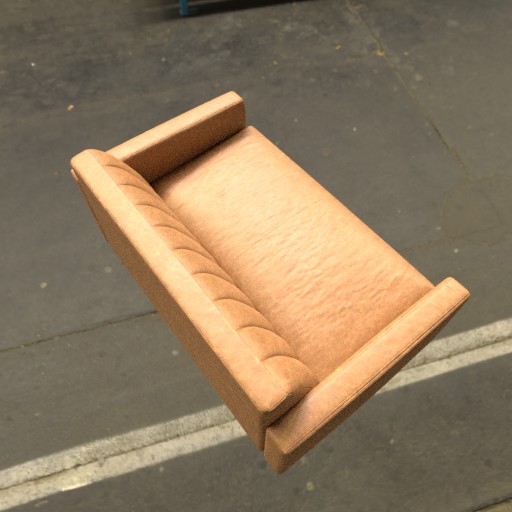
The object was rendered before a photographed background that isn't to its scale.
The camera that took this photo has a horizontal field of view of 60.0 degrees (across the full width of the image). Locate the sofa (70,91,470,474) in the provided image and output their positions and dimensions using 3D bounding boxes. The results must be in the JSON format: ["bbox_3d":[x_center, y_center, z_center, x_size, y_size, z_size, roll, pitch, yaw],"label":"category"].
[{"bbox_3d":[0.000,0.000,2.040,0.960,0.820,1.549,-33,63,-19],"label":"sofa"}]
